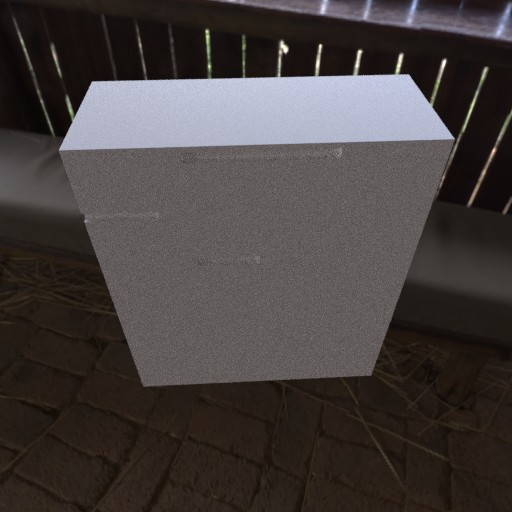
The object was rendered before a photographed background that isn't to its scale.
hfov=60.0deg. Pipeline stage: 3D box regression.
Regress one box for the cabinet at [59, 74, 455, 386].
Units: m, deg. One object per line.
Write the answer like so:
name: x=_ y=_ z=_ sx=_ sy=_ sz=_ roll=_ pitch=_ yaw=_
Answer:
cabinet: x=0.000 y=0.000 z=1.679 sx=1.000 sy=1.190 sz=0.400 roll=-2 pitch=45 yaw=-2
